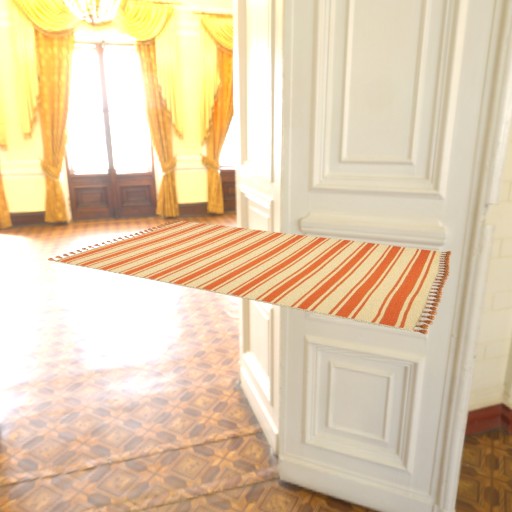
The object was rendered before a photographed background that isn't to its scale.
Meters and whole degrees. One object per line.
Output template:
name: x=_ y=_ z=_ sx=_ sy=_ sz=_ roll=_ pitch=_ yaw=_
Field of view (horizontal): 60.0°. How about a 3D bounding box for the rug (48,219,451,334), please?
rug: x=0.000 y=0.000 z=2.625 sx=2.092 sy=0.017 sz=1.232 roll=8 pitch=18 yaw=26
